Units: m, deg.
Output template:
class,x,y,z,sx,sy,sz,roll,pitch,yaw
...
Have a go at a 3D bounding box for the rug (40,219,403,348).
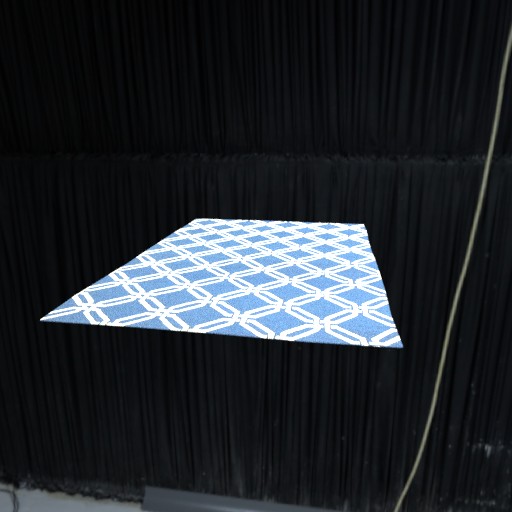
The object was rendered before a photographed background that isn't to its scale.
class,x,y,z,sx,sy,sz,roll,pitch,yaw
rug,0.000,0.000,2.178,1.153,0.010,1.755,3,16,9
